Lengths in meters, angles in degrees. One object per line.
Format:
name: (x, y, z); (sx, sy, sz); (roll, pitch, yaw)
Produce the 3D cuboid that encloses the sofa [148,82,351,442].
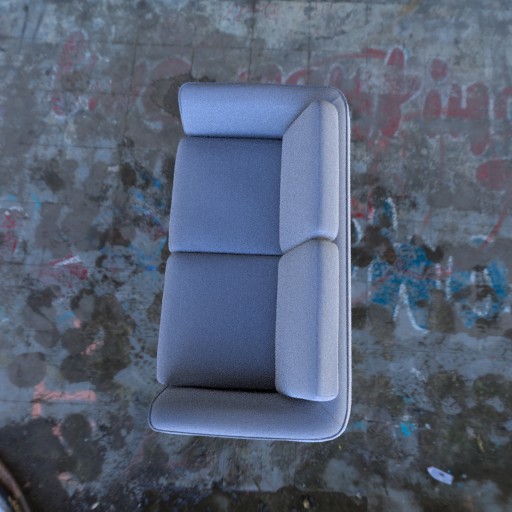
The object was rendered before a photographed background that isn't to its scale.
sofa: (0.000, 0.000, 2.239); (0.920, 0.850, 1.700); (2, 76, 1)
